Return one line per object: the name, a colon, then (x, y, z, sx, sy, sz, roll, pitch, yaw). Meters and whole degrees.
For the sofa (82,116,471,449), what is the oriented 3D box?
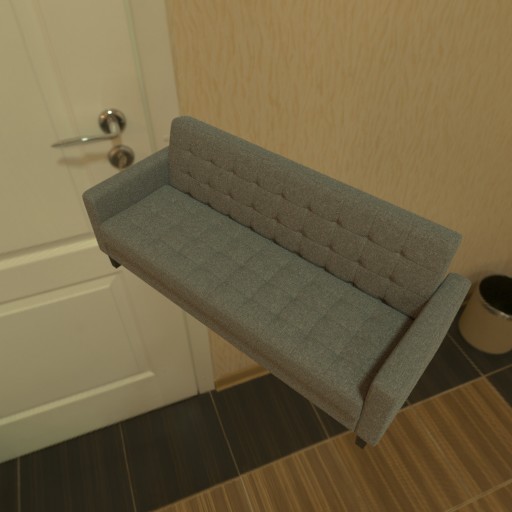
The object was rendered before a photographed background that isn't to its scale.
sofa: (0.000, 0.000, 2.458, 2.040, 0.850, 0.810, 30, 52, 27)
